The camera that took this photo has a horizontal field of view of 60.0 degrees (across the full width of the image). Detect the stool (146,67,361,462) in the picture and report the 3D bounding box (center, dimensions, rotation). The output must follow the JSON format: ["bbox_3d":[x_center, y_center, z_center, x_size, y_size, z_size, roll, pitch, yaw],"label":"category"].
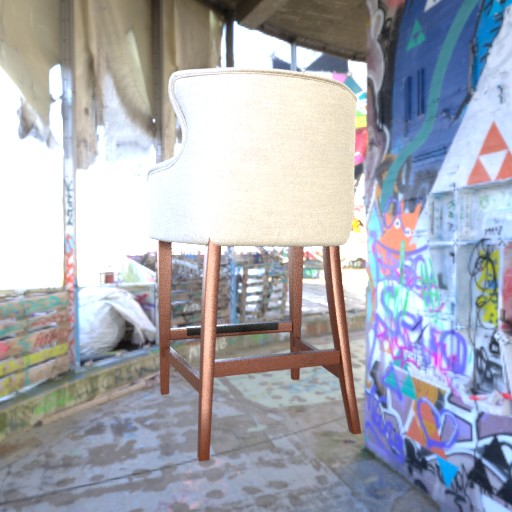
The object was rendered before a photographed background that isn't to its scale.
[{"bbox_3d":[0.000,0.000,1.396,0.615,0.987,0.637,0,1,-19],"label":"stool"}]
